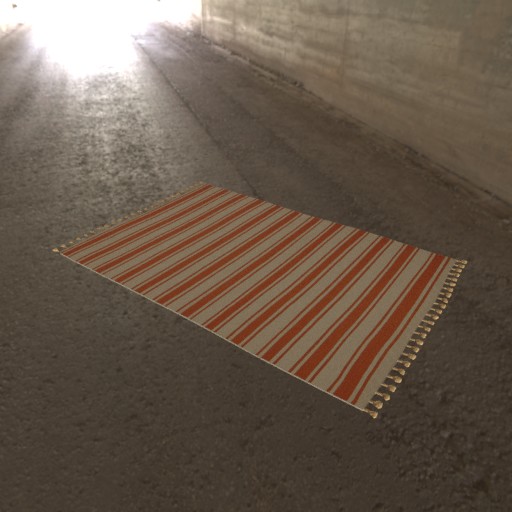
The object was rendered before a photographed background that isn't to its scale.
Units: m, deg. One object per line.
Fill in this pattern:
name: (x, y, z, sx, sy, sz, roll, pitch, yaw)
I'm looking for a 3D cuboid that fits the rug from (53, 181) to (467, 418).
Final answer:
rug: (0.000, 0.000, 3.043, 2.433, 0.022, 1.556, 21, 37, 30)
